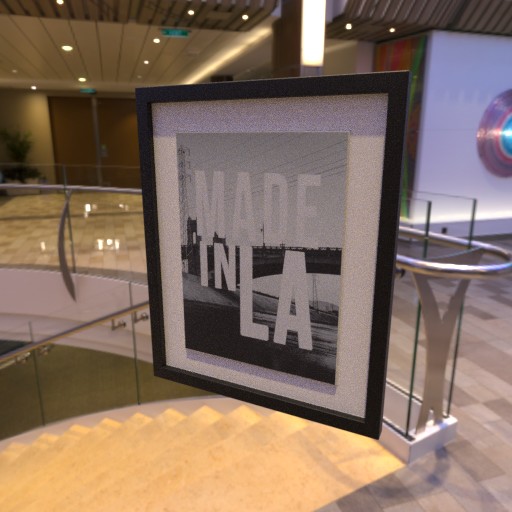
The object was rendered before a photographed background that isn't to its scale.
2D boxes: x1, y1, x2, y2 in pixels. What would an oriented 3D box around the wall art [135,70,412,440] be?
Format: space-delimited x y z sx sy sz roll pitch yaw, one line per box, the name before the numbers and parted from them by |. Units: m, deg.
wall art | 0.000 0.000 0.756 0.457 0.559 0.028 7 16 25
